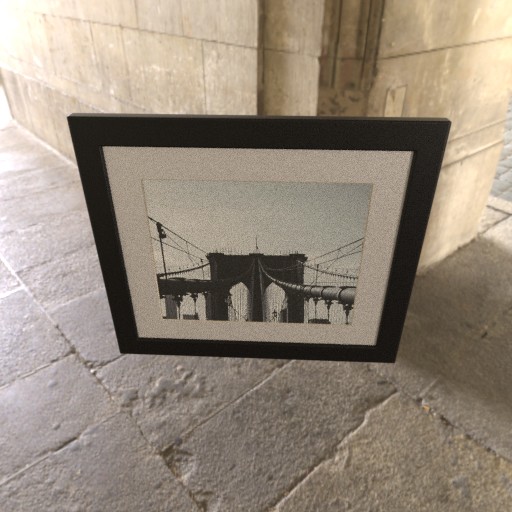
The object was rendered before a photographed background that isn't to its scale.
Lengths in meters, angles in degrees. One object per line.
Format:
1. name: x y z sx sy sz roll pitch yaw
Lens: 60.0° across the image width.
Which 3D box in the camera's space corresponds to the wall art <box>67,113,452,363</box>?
1. wall art: 0.000 0.000 0.726 0.521 0.450 0.018 1 32 2
